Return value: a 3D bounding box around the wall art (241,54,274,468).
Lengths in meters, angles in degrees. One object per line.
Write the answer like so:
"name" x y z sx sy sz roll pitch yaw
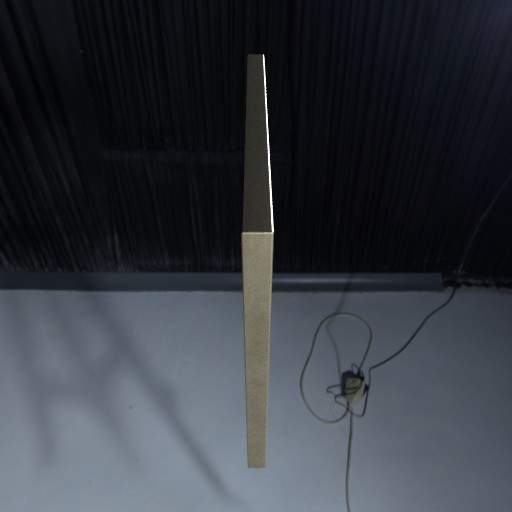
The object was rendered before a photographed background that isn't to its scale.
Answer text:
"wall art" 0.000 0.000 0.763 0.030 0.506 0.503 0 42 0
